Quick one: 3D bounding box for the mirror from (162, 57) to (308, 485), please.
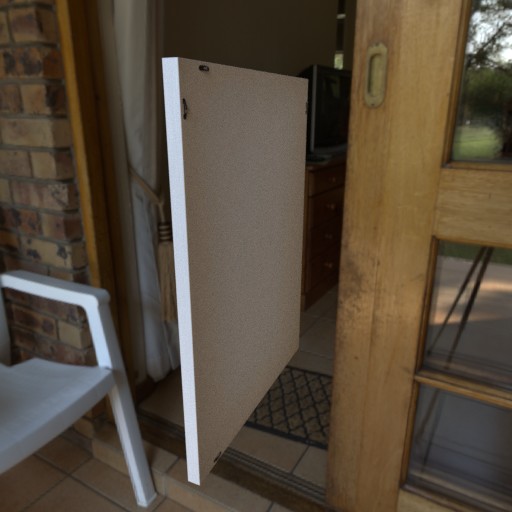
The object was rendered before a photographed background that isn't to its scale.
[{"bbox_3d":[0.000,0.000,1.319,0.040,1.016,0.762,8,20,23],"label":"mirror"}]
